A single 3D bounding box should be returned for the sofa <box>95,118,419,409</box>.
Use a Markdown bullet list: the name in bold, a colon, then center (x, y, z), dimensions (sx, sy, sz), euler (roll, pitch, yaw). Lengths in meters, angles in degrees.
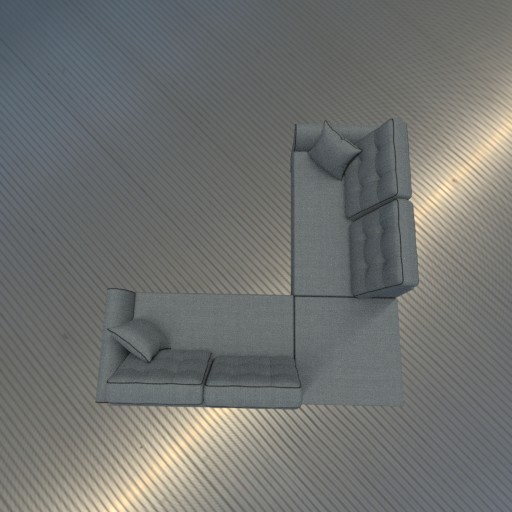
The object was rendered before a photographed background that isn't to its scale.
- **sofa**: center (0.000, 0.000, 3.239), dimensions (2.070, 0.988, 2.068), euler (1, 76, 0)
